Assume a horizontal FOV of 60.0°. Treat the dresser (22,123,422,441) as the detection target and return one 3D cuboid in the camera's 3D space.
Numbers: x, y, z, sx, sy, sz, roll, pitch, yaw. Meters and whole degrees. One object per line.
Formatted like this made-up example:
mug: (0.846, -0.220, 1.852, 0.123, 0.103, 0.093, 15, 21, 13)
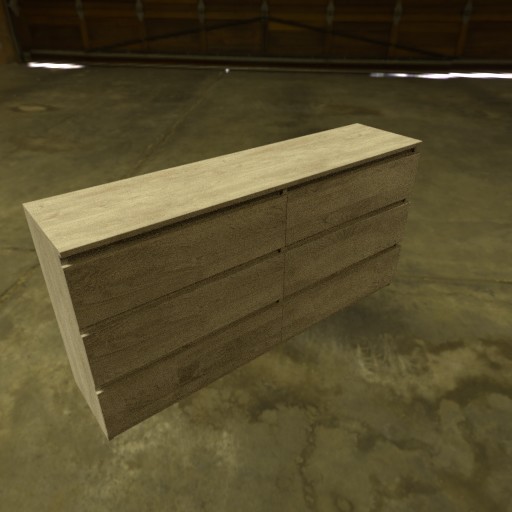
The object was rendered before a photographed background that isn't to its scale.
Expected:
dresser: (0.000, 0.000, 1.901, 1.590, 0.795, 0.390, -22, 38, -32)
